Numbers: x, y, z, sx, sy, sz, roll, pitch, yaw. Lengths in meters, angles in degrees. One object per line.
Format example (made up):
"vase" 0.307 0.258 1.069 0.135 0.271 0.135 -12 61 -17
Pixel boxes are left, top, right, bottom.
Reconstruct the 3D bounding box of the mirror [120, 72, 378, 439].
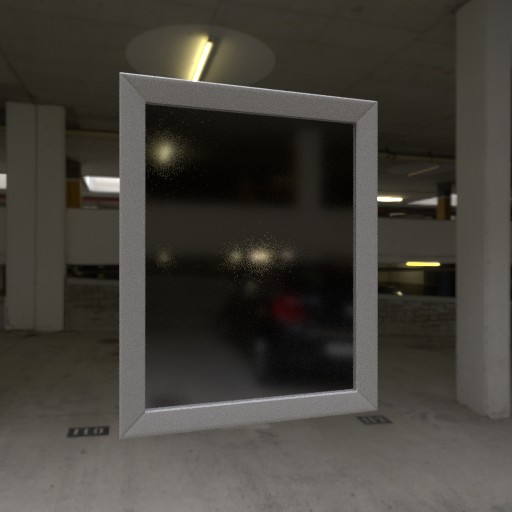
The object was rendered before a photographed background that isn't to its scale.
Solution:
"mirror" 0.000 0.000 0.690 0.405 0.508 0.041 0 0 -17
